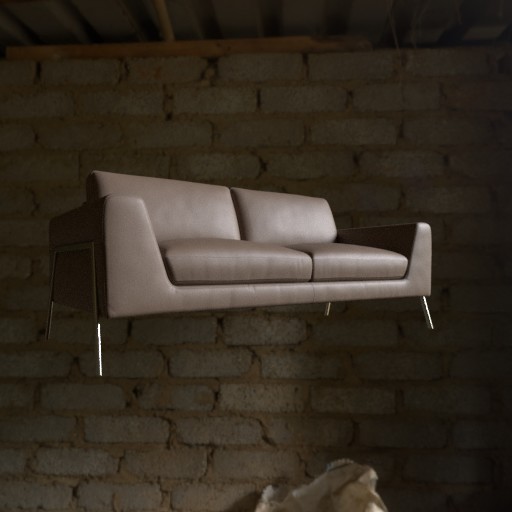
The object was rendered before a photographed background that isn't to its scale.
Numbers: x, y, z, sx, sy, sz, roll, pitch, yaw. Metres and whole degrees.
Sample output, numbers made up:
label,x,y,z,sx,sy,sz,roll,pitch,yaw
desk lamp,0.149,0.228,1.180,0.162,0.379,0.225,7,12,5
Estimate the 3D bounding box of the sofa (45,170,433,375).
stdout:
label,x,y,z,sx,sy,sz,roll,pitch,yaw
sofa,0.000,0.000,2.507,2.017,0.875,0.953,1,-2,-36
